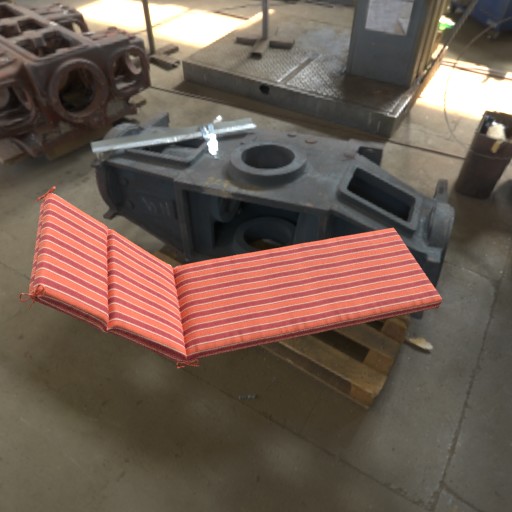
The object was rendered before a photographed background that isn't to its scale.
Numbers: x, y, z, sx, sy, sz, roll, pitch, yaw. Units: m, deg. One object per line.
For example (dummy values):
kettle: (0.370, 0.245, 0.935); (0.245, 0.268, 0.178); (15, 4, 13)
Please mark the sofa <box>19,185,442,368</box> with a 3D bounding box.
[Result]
sofa: (0.000, 0.000, 1.904); (1.663, 0.622, 0.582); (-10, 47, -9)
